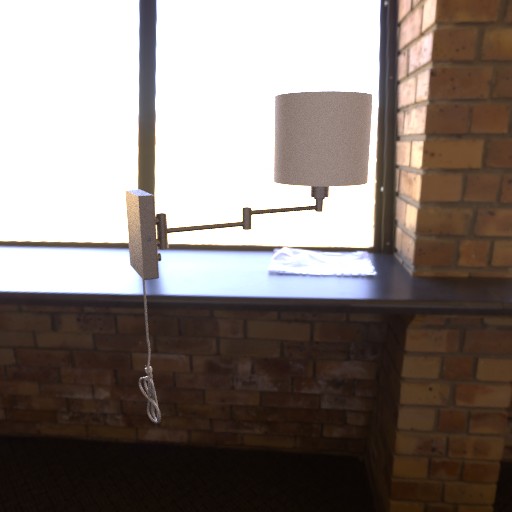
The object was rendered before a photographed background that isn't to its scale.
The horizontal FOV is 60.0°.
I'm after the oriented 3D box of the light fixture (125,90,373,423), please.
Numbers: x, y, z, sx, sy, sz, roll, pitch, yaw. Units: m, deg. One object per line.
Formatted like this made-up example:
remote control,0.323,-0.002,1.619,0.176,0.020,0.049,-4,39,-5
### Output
light fixture,0.000,0.000,0.936,0.516,0.651,0.203,-7,16,-26
